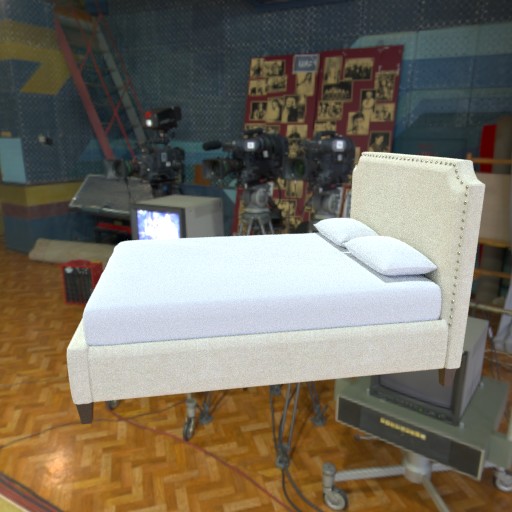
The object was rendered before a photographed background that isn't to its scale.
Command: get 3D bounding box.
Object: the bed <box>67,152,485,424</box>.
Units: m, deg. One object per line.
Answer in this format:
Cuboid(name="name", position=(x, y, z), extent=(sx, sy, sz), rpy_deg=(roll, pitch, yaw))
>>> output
Cuboid(name="bed", position=(0.000, 0.000, 3.310), extent=(2.381, 1.457, 1.713), rpy_deg=(-3, 15, -10))
